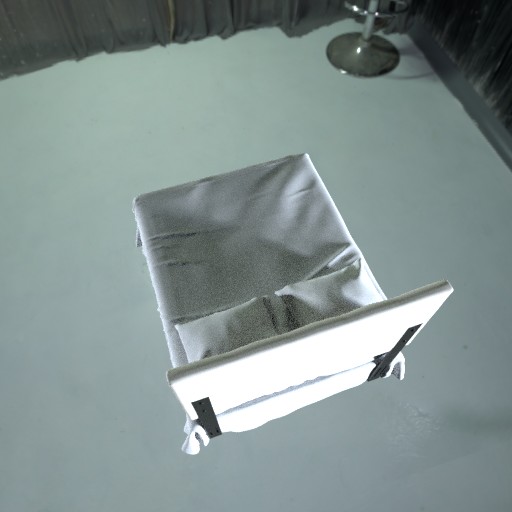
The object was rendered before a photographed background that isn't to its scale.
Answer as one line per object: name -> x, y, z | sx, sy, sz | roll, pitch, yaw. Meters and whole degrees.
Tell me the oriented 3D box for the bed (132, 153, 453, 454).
bed -> 0.000, 0.000, 3.482 | 1.936, 1.577, 2.222 | -16, 60, -10
